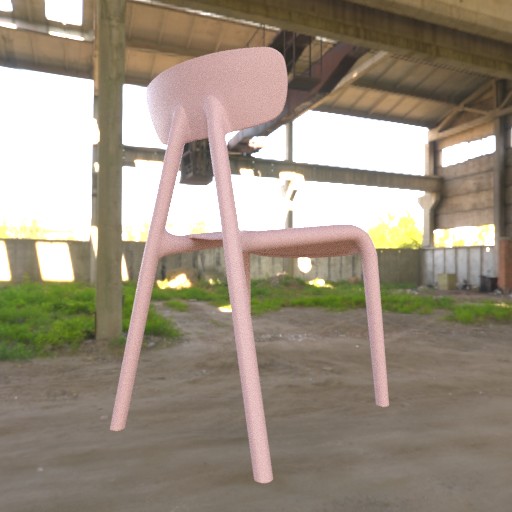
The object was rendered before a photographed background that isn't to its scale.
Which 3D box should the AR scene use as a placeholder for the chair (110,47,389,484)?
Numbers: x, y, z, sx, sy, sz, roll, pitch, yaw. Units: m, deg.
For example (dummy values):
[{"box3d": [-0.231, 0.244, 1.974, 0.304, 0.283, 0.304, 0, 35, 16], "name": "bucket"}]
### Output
[{"box3d": [0.000, 0.000, 0.807, 0.356, 0.580, 0.401, -1, -1, 36], "name": "chair"}]
